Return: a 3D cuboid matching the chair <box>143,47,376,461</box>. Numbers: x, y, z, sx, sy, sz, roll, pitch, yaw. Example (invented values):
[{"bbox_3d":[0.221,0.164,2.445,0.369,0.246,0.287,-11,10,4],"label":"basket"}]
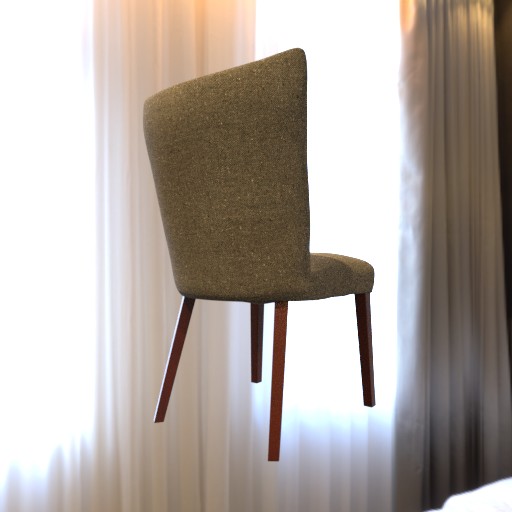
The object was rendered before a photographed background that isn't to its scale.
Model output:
[{"bbox_3d":[0.000,0.000,1.278,0.535,0.924,0.623,0,-1,37],"label":"chair"}]
